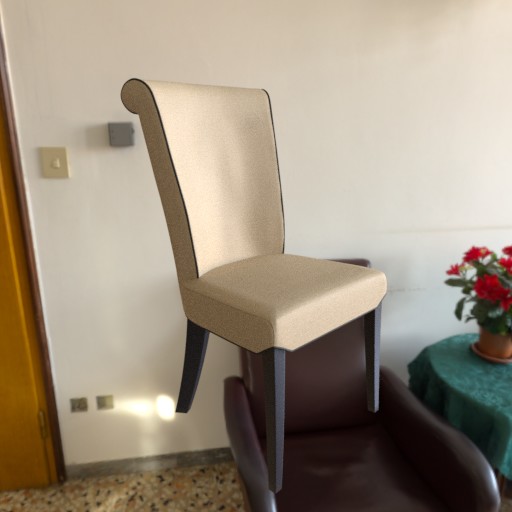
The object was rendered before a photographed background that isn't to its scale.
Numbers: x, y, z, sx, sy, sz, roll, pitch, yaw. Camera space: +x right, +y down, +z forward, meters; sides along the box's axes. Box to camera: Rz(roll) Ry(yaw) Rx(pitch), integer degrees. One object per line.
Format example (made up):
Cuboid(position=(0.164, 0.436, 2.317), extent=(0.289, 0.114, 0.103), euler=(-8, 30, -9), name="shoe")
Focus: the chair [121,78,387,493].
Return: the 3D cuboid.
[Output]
Cuboid(position=(0.000, 0.000, 1.327), extent=(0.522, 0.997, 0.623), euler=(-15, 22, -42), name="chair")
